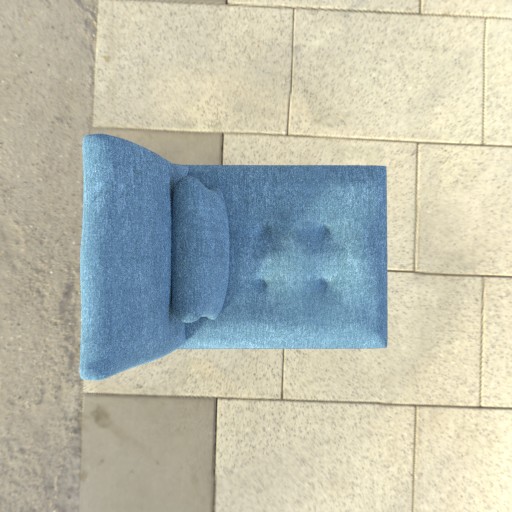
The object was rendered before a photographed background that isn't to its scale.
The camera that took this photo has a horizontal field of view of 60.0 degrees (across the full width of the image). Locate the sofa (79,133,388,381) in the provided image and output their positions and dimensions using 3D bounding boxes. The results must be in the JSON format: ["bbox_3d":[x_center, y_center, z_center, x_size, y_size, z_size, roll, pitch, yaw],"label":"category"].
[{"bbox_3d":[0.000,0.000,1.557,1.000,0.820,0.700,0,89,-1],"label":"sofa"}]
